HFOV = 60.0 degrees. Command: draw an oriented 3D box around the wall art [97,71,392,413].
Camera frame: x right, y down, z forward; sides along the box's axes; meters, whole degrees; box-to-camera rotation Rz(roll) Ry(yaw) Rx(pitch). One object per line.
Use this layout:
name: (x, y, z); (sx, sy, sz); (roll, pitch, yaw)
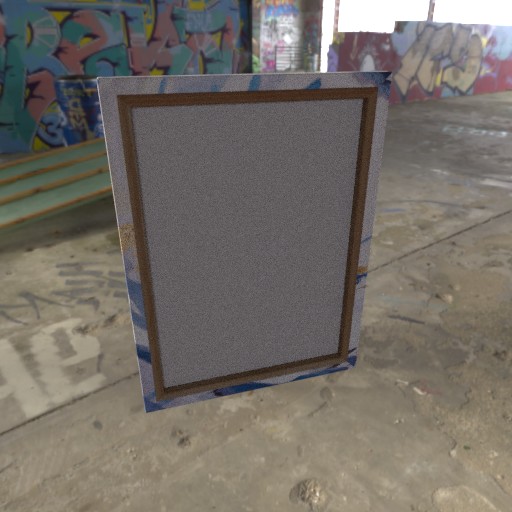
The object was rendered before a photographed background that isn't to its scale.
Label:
wall art: (0.000, 0.000, 1.334); (0.761, 1.015, 0.038); (-8, 27, -15)
